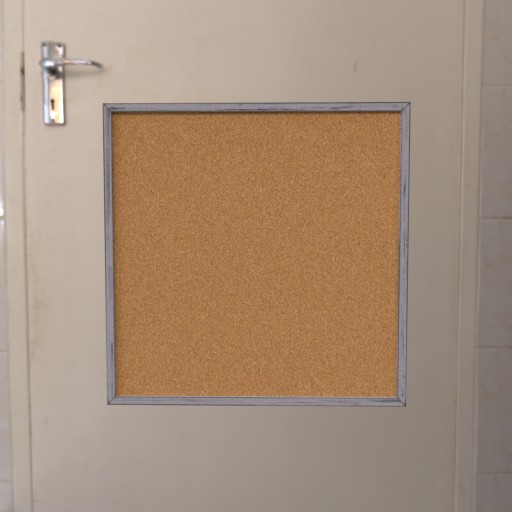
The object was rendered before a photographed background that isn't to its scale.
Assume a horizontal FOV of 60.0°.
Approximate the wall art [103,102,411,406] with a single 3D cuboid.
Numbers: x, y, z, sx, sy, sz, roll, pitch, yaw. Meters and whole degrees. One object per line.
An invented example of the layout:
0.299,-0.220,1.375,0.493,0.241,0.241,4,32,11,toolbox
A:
0.000,0.000,0.758,0.506,0.506,0.038,0,3,1,wall art
